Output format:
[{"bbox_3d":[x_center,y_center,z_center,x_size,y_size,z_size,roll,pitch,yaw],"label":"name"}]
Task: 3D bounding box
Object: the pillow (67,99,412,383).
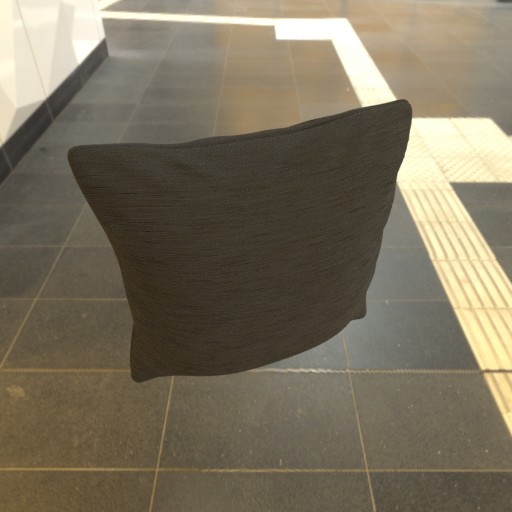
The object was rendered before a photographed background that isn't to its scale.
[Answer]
[{"bbox_3d":[0.000,0.000,0.652,0.432,0.414,0.246,-13,42,-15],"label":"pillow"}]
